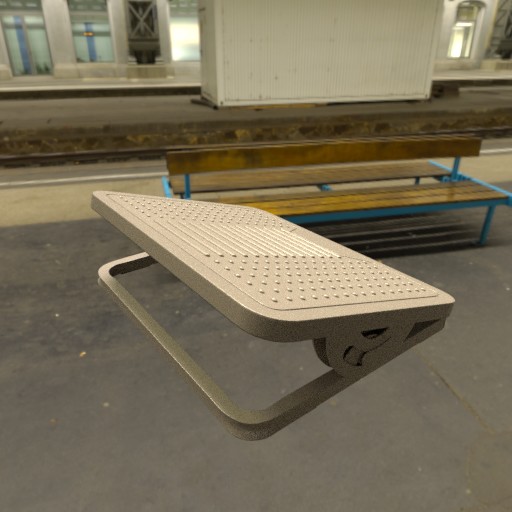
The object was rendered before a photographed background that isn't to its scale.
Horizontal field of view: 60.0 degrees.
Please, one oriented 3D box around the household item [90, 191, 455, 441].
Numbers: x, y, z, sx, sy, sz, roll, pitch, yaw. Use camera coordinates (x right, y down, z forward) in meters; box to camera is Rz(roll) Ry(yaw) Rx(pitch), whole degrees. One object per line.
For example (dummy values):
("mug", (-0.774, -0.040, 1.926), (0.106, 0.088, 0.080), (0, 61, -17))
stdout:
("household item", (0.000, 0.000, 0.549), (0.301, 0.126, 0.390), (-18, 32, -33))
